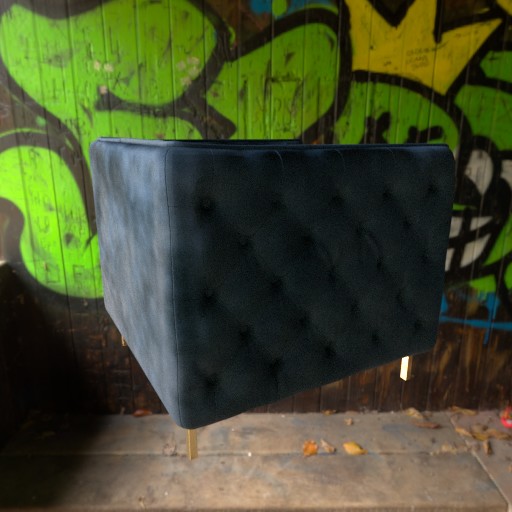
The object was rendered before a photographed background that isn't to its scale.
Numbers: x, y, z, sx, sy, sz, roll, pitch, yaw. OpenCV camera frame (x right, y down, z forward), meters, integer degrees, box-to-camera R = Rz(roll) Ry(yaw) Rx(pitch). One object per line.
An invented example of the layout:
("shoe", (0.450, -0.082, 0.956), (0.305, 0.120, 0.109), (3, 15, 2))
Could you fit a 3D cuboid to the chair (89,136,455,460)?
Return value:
("chair", (0.000, 0.000, 1.480), (0.877, 0.771, 0.868), (-9, 18, -28))
